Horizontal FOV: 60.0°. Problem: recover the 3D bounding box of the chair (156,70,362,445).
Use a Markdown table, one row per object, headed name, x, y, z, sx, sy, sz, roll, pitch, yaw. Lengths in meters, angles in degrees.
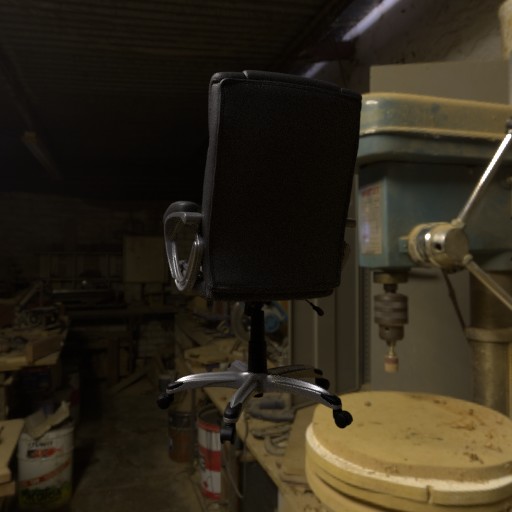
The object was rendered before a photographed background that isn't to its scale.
| name | x | y | z | sx | sy | sz | roll | pitch | yaw |
| --- | --- | --- | --- | --- | --- | --- | --- | --- | --- |
| chair | 0.000 | 0.000 | 1.677 | 0.721 | 1.130 | 0.719 | 0 | 0 | -19 |
